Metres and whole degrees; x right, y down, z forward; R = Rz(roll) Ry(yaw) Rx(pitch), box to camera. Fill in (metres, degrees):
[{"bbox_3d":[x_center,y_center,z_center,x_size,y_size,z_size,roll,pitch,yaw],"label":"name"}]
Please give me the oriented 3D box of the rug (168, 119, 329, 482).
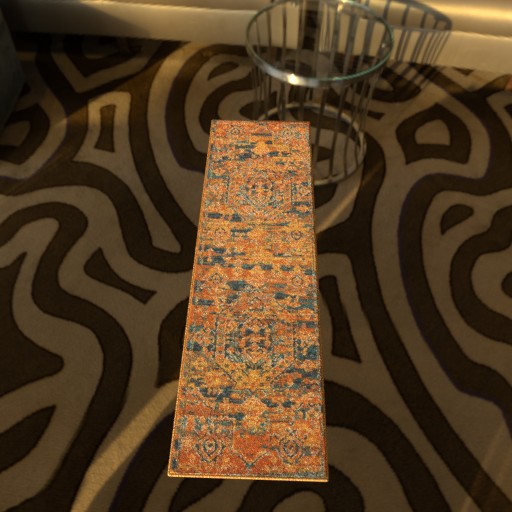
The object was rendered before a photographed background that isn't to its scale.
[{"bbox_3d":[0.000,0.000,2.013,0.556,0.013,1.820,1,57,1],"label":"rug"}]
